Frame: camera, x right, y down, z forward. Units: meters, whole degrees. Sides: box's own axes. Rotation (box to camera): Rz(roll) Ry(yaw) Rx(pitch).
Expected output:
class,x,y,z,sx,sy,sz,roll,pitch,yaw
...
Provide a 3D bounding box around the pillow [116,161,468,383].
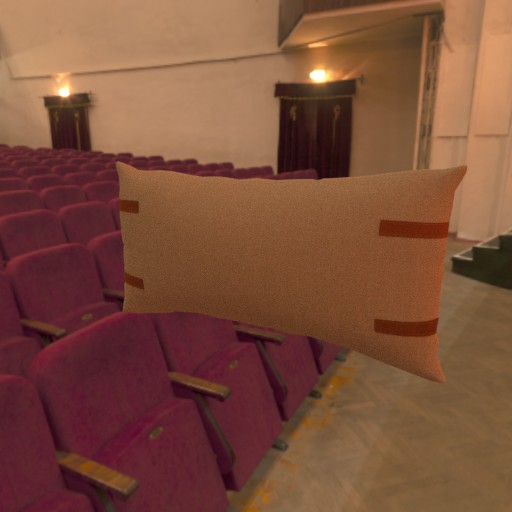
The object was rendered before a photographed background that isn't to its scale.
class,x,y,z,sx,sy,sz,roll,pitch,yaw
pillow,0.000,0.000,0.735,0.612,0.308,0.148,7,16,27
